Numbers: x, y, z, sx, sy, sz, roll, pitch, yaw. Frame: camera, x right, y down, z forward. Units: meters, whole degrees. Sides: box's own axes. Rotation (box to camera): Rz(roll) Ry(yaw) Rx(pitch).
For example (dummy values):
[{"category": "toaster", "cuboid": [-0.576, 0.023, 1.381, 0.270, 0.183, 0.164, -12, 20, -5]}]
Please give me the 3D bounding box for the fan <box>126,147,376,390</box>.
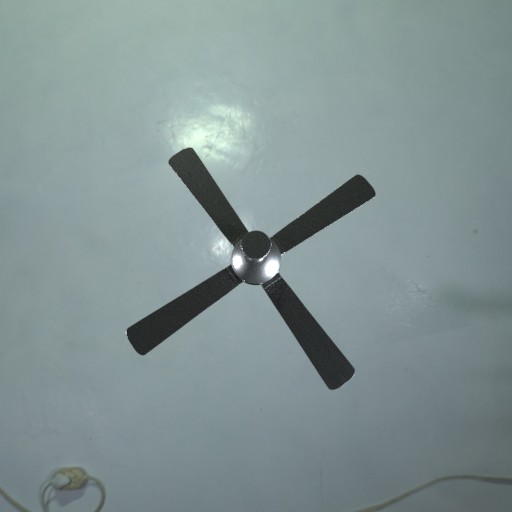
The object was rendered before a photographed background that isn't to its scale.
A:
[{"category": "fan", "cuboid": [0.000, 0.000, 2.041, 1.321, 0.381, 1.321, -14, 76, -4]}]
